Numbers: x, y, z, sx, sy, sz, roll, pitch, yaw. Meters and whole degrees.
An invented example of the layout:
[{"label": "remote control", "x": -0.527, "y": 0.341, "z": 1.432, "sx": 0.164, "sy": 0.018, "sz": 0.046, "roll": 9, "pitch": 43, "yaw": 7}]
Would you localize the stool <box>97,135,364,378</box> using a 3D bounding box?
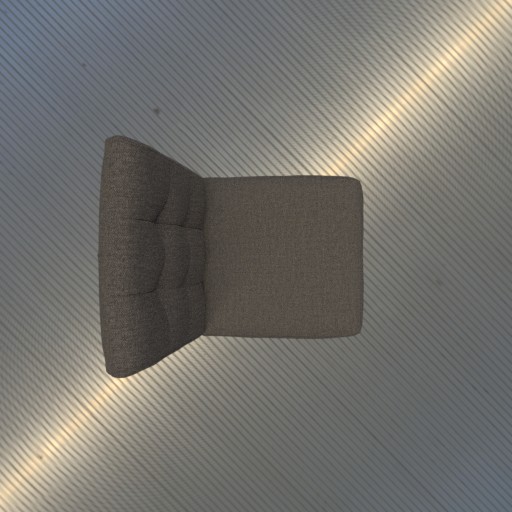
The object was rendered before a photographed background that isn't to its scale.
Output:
[{"label": "stool", "x": 0.000, "y": 0.000, "z": 1.197, "sx": 0.571, "sy": 0.885, "sz": 0.427, "roll": 0, "pitch": 90, "yaw": -1}]
